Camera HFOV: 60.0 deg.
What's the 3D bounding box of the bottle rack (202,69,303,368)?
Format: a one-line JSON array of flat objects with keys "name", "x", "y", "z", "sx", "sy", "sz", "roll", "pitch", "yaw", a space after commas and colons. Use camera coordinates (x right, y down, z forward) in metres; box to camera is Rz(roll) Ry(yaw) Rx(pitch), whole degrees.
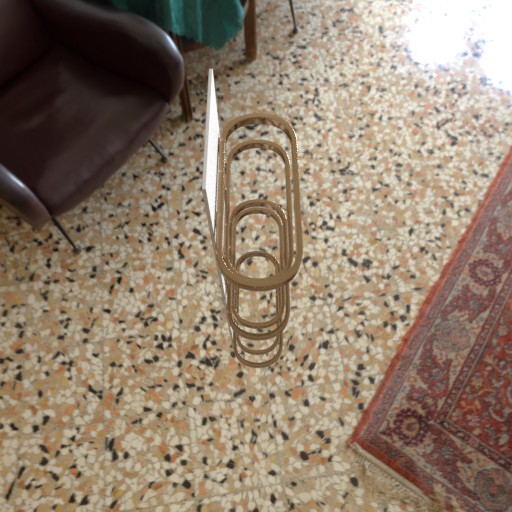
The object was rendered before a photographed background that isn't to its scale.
[{"name": "bottle rack", "x": 0.000, "y": 0.000, "z": 0.837, "sx": 0.118, "sy": 0.709, "sz": 0.332, "roll": 0, "pitch": 64, "yaw": 0}]
